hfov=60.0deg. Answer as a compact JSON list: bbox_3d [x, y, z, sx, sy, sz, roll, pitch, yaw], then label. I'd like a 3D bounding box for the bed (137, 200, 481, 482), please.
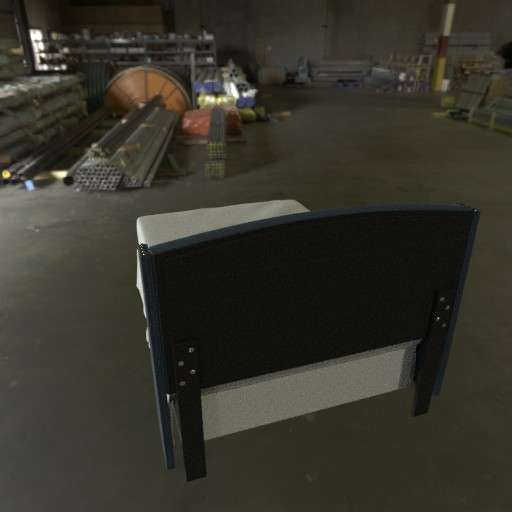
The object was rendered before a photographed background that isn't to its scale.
[{"bbox_3d":[0.000,0.000,3.218,1.710,1.407,2.237,-8,27,-17],"label":"bed"}]
